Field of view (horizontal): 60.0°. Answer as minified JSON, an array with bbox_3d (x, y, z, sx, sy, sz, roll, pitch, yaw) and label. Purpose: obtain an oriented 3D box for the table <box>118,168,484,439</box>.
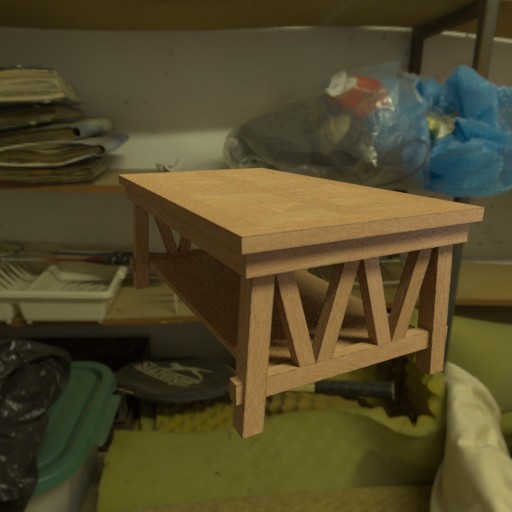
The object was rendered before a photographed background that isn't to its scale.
[{"bbox_3d":[0.000,0.000,1.633,0.711,0.507,1.270,-8,18,-26],"label":"table"}]
